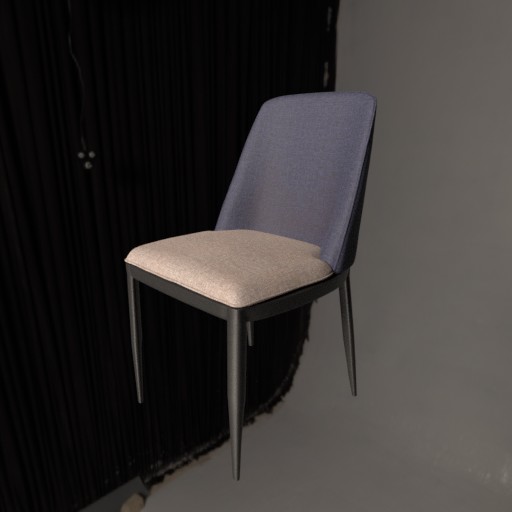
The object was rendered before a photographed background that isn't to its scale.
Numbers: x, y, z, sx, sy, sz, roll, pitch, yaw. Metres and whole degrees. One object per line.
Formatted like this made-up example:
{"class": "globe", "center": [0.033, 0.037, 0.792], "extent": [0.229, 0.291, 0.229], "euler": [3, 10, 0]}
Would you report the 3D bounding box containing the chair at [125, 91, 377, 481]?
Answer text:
{"class": "chair", "center": [0.000, 0.000, 1.180], "extent": [0.551, 0.839, 0.480], "euler": [-16, 23, -43]}
